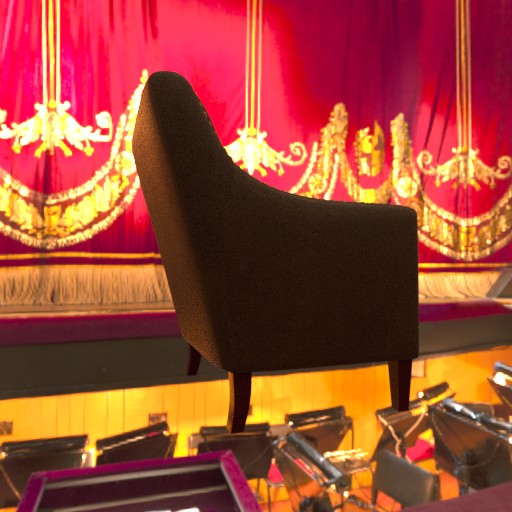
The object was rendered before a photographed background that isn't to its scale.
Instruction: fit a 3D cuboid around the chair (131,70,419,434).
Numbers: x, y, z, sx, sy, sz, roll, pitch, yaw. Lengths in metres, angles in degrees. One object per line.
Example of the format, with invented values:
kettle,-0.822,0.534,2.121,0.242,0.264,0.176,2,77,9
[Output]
chair,0.000,0.000,1.333,0.704,0.813,0.639,0,-1,-19
